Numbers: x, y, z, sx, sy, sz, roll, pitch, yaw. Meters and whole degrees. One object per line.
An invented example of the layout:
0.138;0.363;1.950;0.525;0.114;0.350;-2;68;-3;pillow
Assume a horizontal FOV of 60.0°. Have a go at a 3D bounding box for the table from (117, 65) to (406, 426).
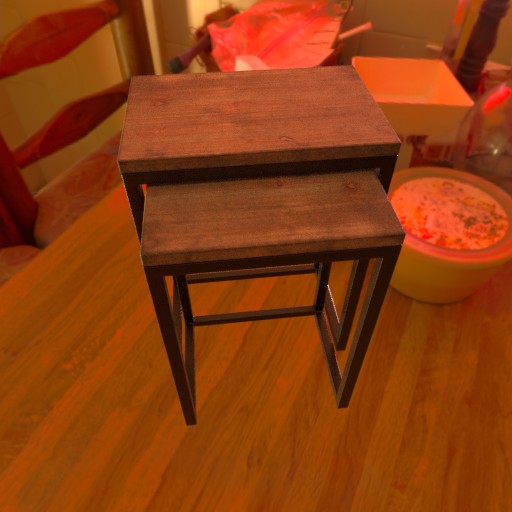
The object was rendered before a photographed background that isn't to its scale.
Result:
0.000;0.000;0.956;0.456;0.615;0.460;-3;46;-3;table
